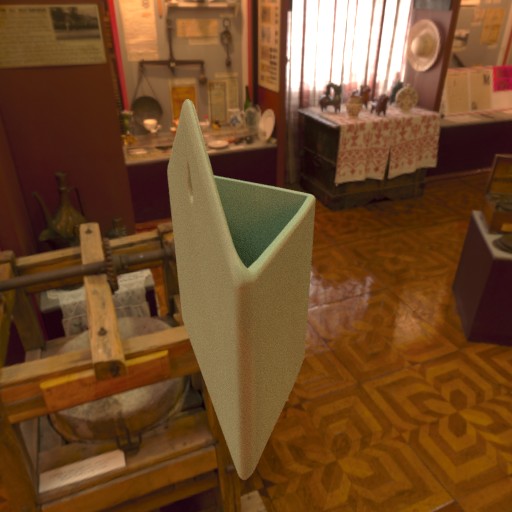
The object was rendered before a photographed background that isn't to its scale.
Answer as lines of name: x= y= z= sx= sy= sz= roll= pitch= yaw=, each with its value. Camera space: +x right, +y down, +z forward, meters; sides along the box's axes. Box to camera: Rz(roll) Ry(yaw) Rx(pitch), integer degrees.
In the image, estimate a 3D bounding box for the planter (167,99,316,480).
planter: x=0.000 y=0.000 z=0.284 sx=0.079 sy=0.197 sz=0.164 roll=-10 pitch=32 yaw=-17
